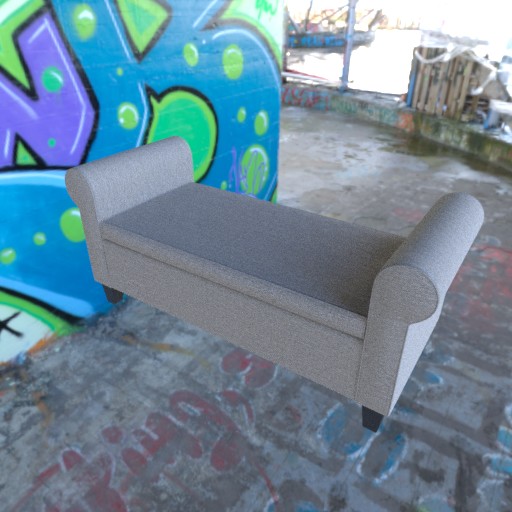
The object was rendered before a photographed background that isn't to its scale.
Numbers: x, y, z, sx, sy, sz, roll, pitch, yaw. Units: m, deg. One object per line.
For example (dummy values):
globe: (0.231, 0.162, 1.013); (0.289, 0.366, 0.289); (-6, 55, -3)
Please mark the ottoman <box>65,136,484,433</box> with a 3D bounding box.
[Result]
ottoman: (0.000, 0.000, 1.510); (1.256, 0.547, 0.521); (19, 35, 29)
